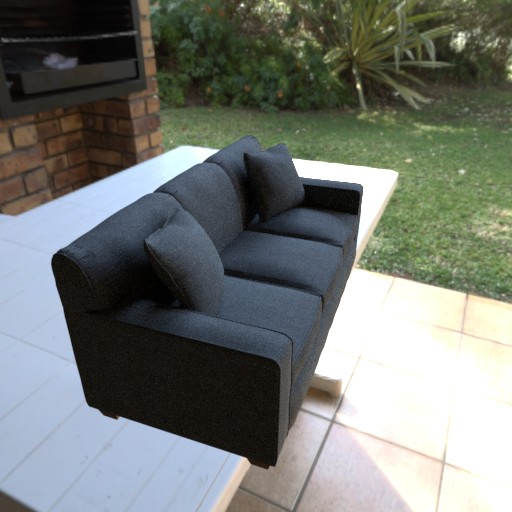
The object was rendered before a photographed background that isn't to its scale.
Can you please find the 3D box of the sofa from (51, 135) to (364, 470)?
[{"bbox_3d":[0.000,0.000,2.588,0.997,0.958,2.024,10,30,18],"label":"sofa"}]
